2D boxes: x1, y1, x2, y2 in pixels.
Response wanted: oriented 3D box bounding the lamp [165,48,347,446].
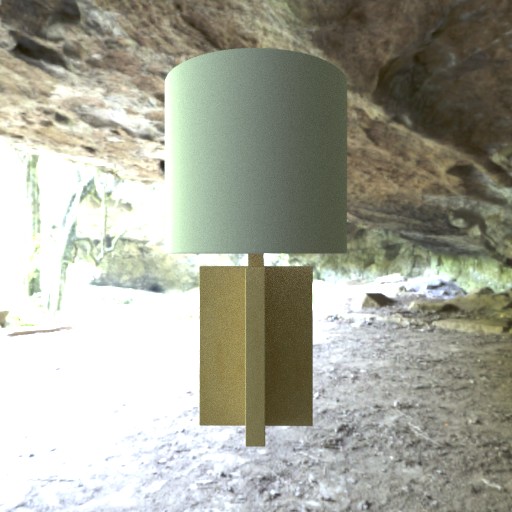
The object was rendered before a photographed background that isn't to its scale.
[{"bbox_3d":[0.000,0.000,0.568,0.229,0.428,0.229,0,0,1],"label":"lamp"}]
